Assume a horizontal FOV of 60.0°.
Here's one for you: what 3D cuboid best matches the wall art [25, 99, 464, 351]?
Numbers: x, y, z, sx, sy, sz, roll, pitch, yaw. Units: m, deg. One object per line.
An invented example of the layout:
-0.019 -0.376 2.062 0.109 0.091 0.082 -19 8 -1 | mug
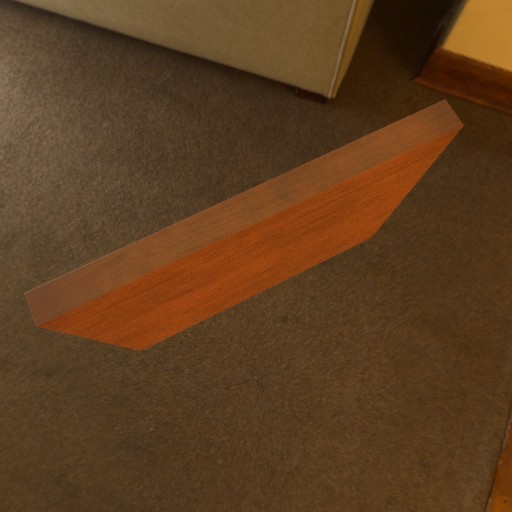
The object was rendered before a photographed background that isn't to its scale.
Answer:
0.000 0.000 0.534 0.401 0.328 0.030 -26 76 -7 | wall art
